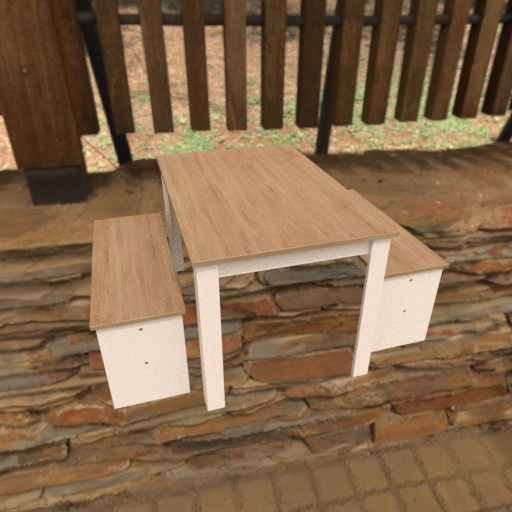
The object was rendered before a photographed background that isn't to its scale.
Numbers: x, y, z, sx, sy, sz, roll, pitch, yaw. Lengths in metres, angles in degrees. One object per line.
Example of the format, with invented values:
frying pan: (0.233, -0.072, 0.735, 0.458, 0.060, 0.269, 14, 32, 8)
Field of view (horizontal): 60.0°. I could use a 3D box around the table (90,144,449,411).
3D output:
table: (0.000, 0.000, 2.089, 1.443, 0.700, 1.100, -9, 32, -14)
